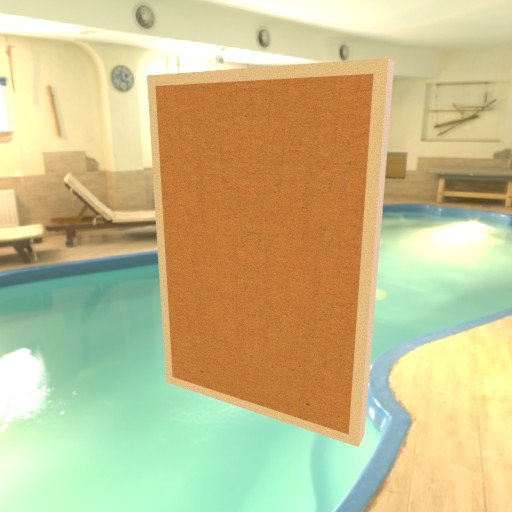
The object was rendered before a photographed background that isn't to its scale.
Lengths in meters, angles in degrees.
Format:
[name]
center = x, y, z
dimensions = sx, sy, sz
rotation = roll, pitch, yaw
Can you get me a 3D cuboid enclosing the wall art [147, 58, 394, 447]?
[wall art]
center = 0.000, 0.000, 0.547
dimensions = 0.293, 0.428, 0.025
rotation = 9, 18, 27
